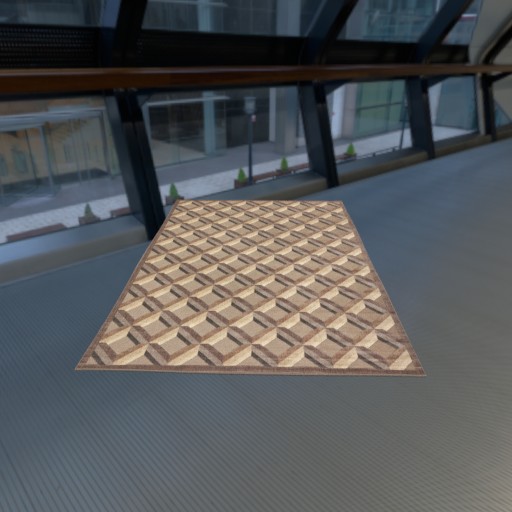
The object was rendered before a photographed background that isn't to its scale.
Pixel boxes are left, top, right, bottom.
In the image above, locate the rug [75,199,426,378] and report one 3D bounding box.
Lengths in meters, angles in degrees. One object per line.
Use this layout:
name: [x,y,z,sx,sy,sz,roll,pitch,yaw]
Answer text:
rug: [0.000,0.000,2.091,1.066,0.011,1.677,1,25,1]
